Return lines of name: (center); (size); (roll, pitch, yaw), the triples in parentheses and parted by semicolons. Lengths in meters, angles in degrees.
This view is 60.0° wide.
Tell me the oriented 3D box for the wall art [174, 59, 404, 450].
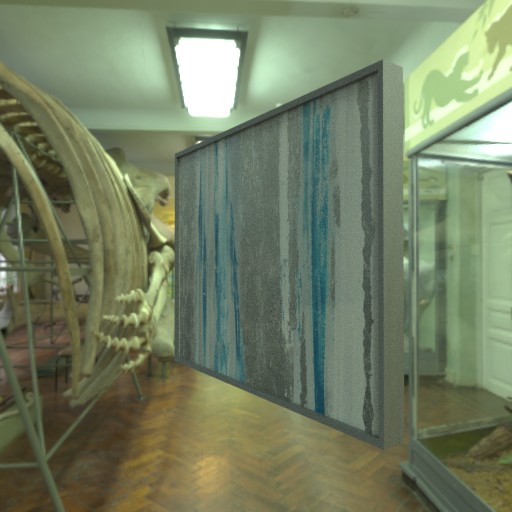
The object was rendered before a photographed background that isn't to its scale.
wall art: (0.000, 0.000, 0.748); (0.037, 0.450, 0.557); (0, -1, -36)
